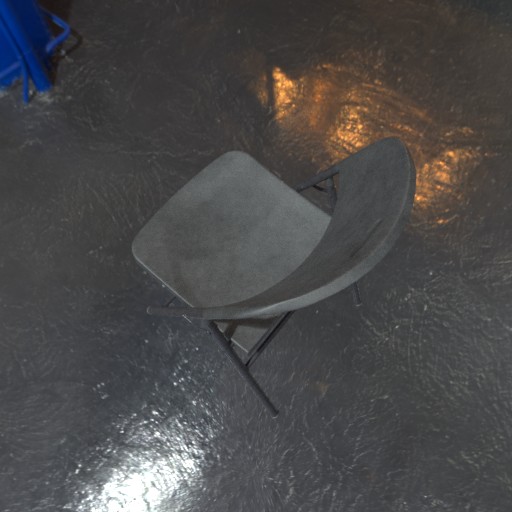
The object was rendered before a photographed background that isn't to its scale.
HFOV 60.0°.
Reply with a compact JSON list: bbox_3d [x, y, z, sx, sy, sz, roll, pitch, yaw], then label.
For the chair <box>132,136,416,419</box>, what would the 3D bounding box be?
[{"bbox_3d":[0.000,0.000,1.149,0.566,0.810,0.494,36,69,16],"label":"chair"}]
